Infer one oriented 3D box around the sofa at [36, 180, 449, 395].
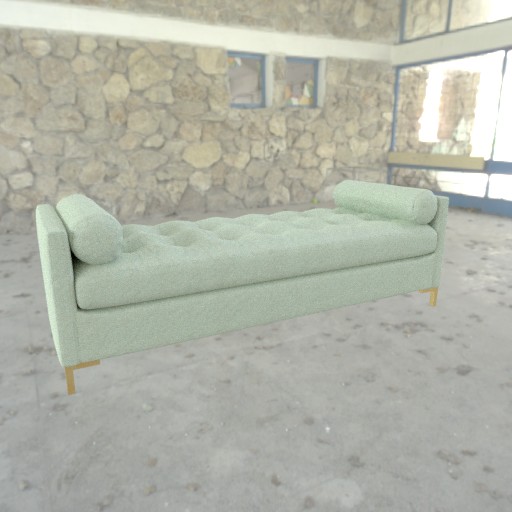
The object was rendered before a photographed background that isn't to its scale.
[{"bbox_3d":[0.000,0.000,2.422,2.102,0.705,0.796,-8,17,-27],"label":"sofa"}]
